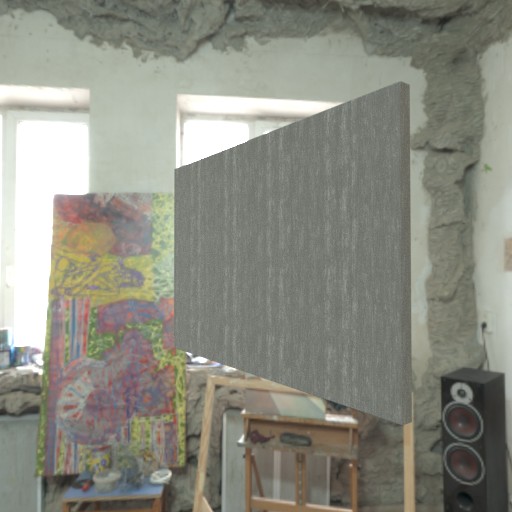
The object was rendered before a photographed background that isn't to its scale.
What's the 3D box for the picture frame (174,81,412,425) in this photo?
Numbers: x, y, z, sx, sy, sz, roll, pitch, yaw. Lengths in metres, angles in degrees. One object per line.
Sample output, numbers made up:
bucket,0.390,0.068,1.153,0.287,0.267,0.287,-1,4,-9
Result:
picture frame,0.000,0.000,1.214,0.029,0.640,0.950,1,-1,-36
